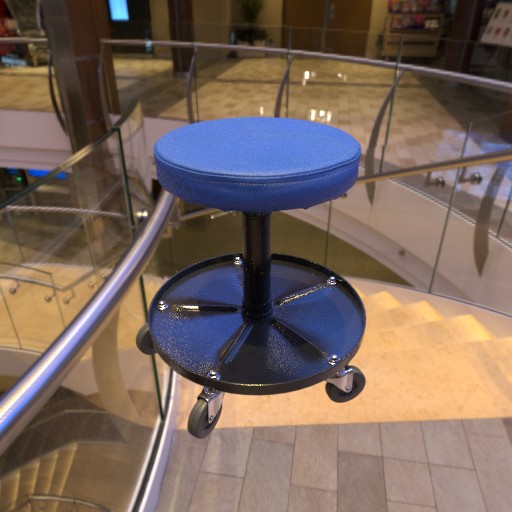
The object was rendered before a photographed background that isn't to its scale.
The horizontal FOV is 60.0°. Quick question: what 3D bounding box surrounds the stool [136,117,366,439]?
[{"bbox_3d":[0.000,0.000,0.684,0.381,0.365,0.382,-21,36,-31],"label":"stool"}]
